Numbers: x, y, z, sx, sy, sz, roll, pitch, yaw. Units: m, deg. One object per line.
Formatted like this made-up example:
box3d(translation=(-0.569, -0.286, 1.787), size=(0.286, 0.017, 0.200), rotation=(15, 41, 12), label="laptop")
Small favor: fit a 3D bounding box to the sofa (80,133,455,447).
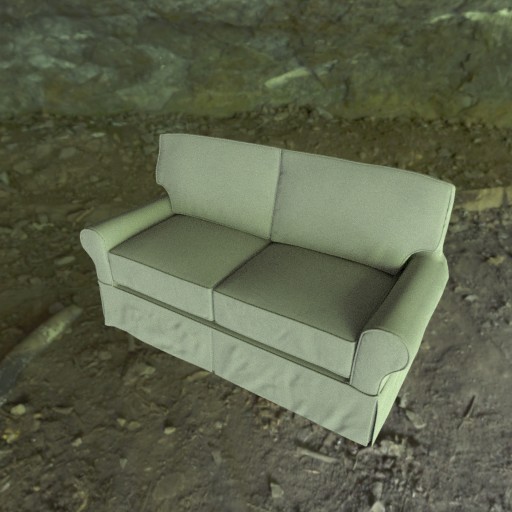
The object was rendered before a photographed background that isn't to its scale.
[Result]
box3d(translation=(0.000, 0.000, 2.322), size=(1.823, 1.024, 0.841), rotation=(17, 34, 28), label="sofa")
